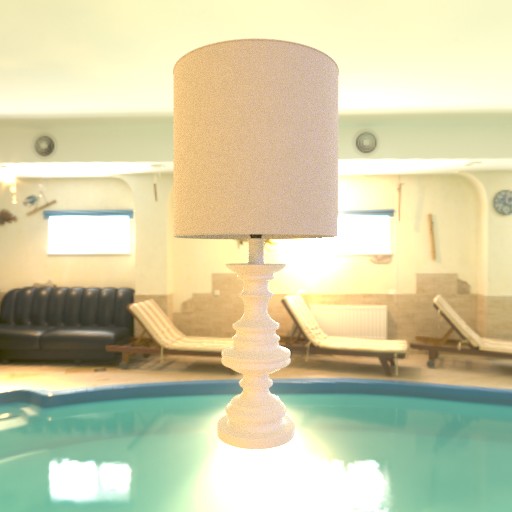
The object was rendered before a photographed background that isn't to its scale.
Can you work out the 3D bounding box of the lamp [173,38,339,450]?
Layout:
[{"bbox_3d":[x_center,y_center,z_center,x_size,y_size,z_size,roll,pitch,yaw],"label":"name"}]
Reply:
[{"bbox_3d":[0.000,0.000,0.568,0.208,0.455,0.208,0,1,-16],"label":"lamp"}]
